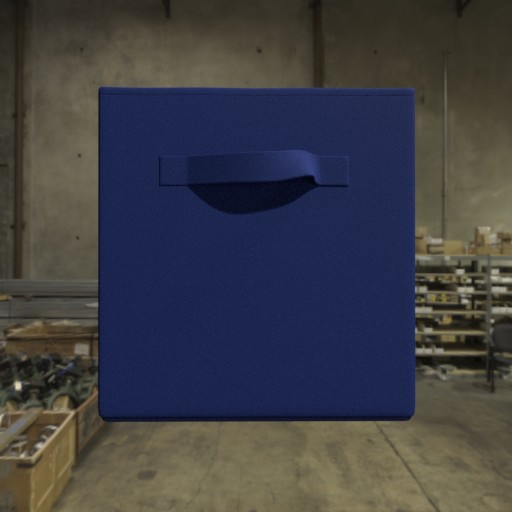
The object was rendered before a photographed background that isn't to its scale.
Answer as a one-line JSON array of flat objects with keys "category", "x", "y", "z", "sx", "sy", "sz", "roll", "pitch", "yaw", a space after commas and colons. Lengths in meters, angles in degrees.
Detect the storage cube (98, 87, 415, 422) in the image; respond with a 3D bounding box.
[{"category": "storage cube", "x": 0.000, "y": 0.000, "z": 0.486, "sx": 0.270, "sy": 0.280, "sz": 0.270, "roll": 0, "pitch": 0, "yaw": 0}]
